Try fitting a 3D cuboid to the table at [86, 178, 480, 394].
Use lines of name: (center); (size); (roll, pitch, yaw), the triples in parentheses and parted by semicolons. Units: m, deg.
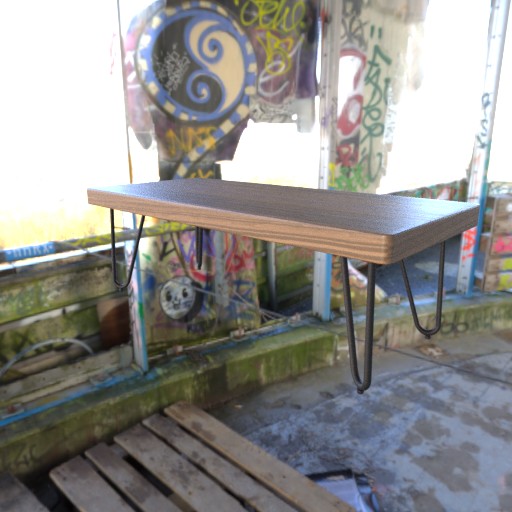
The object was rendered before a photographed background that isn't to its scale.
table: (0.000, 0.000, 1.694); (1.375, 0.468, 0.637); (14, 20, 41)
